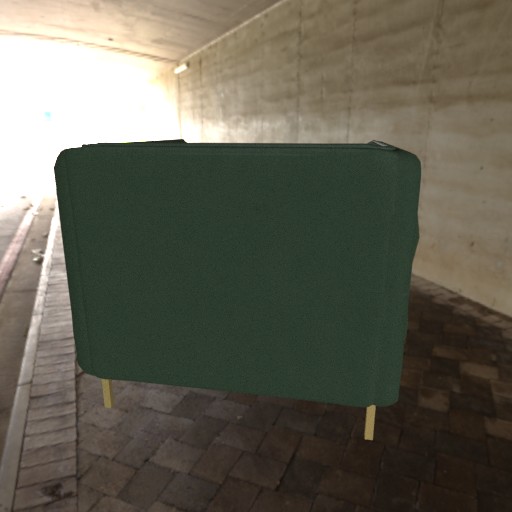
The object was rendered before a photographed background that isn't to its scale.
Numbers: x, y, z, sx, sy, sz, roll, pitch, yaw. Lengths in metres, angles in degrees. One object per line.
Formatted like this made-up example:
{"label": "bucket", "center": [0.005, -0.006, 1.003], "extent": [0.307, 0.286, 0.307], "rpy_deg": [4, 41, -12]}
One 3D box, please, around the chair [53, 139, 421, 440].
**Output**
{"label": "chair", "center": [0.000, 0.000, 1.501], "extent": [0.917, 0.768, 0.855], "rpy_deg": [3, 16, 10]}
